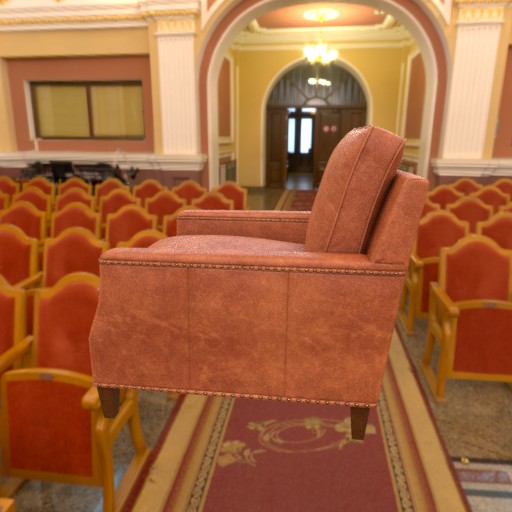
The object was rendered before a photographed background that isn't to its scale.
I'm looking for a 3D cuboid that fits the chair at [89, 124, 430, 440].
[{"bbox_3d":[0.000,0.000,1.683,1.014,0.943,0.853,2,15,7],"label":"chair"}]
